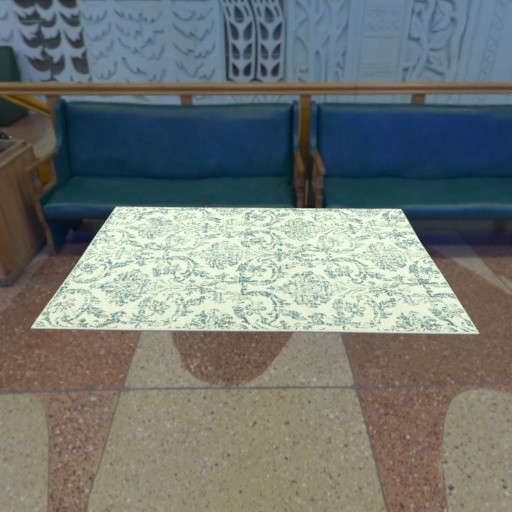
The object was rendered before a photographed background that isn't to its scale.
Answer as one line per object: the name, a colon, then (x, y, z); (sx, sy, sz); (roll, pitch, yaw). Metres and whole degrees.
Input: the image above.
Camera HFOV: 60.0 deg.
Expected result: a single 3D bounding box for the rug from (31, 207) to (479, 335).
rug: (0.000, 0.000, 3.489); (2.746, 0.018, 1.819); (1, 31, 1)
